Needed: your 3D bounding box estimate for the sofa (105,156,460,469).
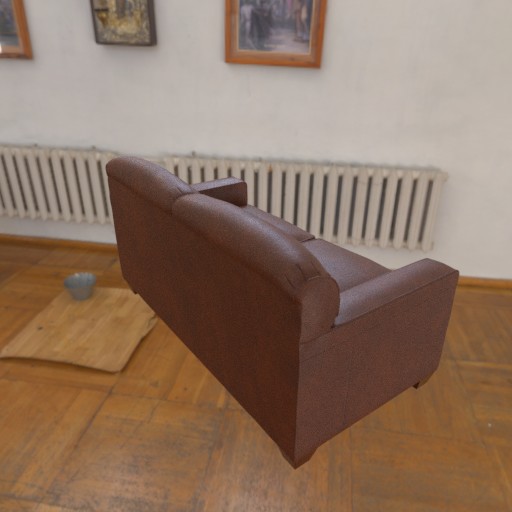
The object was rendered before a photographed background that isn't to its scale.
[{"bbox_3d":[0.000,0.000,2.460,1.000,0.966,1.856,-17,31,-32],"label":"sofa"}]
